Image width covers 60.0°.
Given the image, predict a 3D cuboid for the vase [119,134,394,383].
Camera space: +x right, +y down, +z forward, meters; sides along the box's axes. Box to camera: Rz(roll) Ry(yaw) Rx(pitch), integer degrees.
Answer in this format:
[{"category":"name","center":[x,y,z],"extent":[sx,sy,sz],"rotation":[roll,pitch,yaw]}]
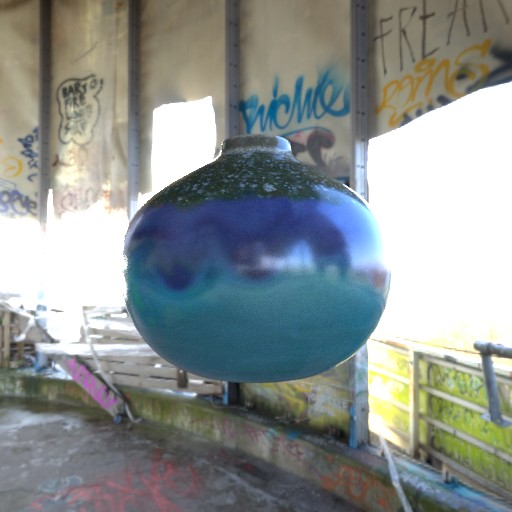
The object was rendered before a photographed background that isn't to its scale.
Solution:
[{"category":"vase","center":[0.000,0.000,0.260],"extent":[0.154,0.133,0.154],"rotation":[0,-1,0]}]
